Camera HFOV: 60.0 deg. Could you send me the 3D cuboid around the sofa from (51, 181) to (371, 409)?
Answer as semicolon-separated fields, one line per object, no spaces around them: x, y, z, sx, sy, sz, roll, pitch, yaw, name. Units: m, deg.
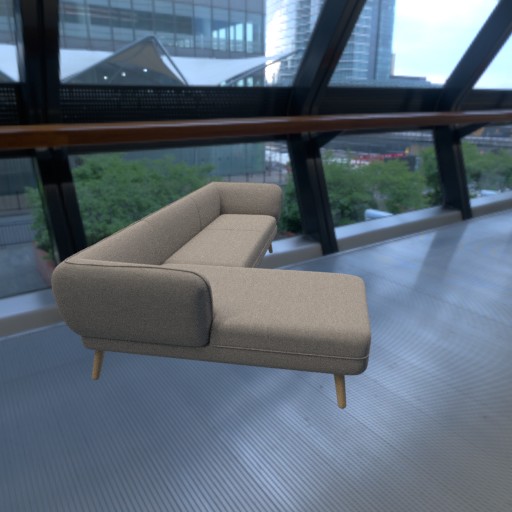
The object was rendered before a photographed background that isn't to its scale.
0.000;0.000;3.286;1.532;0.693;2.653;3;18;10;sofa
